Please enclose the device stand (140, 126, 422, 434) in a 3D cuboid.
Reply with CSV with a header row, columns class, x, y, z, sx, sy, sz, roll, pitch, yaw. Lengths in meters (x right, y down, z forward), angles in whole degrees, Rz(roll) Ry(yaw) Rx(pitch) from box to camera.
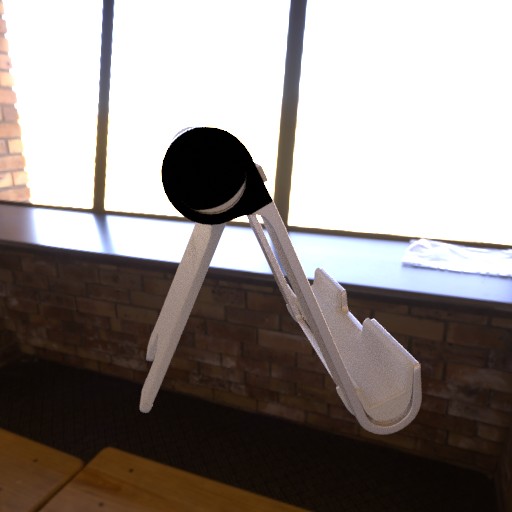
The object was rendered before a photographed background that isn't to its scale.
class,x,y,z,sx,sy,sz,roll,pitch,yaw
device stand,0.000,0.000,0.149,0.079,0.084,0.086,-3,17,-9
